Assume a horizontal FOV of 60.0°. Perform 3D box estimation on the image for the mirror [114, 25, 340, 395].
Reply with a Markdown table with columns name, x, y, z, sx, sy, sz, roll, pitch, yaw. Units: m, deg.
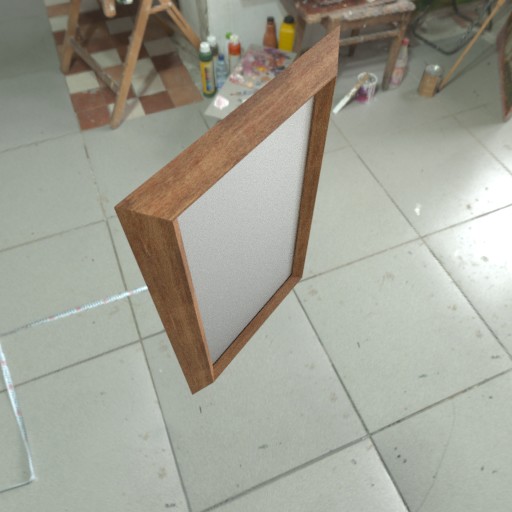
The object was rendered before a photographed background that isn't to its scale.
| name | x | y | z | sx | sy | sz | roll | pitch | yaw |
| --- | --- | --- | --- | --- | --- | --- | --- | --- | --- |
| mirror | 0.000 | 0.000 | 1.238 | 0.047 | 1.010 | 0.651 | 33 | 63 | 20 |
